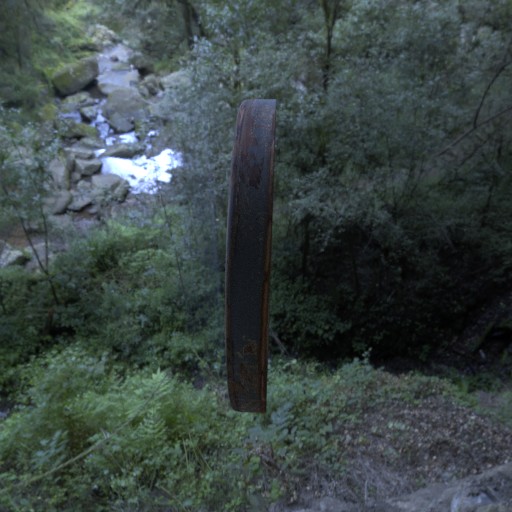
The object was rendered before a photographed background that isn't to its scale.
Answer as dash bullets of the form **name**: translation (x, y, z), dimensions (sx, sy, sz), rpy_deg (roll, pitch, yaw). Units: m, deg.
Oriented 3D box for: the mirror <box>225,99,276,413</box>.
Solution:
- **mirror**: translation (0.000, 0.000, 0.877), dimensions (0.061, 0.585, 0.585), rpy_deg (2, 42, 2)
